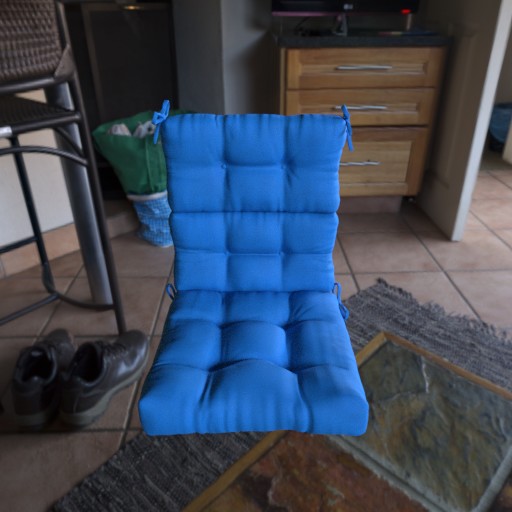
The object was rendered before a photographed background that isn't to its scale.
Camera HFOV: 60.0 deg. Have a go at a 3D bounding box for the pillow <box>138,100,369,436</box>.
[{"bbox_3d":[0.000,0.000,1.028,0.519,0.605,0.571,0,29,0],"label":"pillow"}]
